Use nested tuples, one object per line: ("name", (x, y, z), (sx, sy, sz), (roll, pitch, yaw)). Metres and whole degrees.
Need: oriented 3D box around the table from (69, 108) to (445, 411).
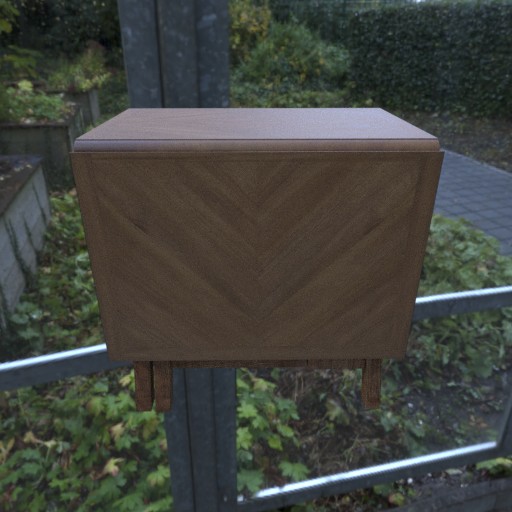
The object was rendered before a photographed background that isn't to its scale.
("table", (0.000, 0.000, 1.661), (0.967, 0.981, 0.701), (0, 26, -1))
